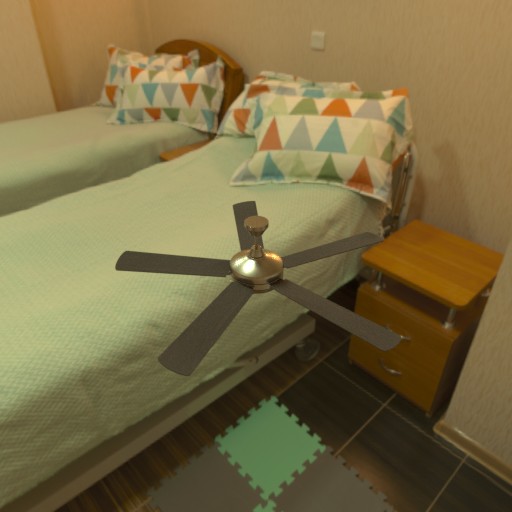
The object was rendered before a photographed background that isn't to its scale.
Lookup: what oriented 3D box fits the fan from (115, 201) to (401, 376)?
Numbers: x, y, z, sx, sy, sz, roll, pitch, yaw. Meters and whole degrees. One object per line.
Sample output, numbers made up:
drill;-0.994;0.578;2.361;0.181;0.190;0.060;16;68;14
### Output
fan;0.000;0.000;2.002;1.321;0.356;1.321;10;35;15
